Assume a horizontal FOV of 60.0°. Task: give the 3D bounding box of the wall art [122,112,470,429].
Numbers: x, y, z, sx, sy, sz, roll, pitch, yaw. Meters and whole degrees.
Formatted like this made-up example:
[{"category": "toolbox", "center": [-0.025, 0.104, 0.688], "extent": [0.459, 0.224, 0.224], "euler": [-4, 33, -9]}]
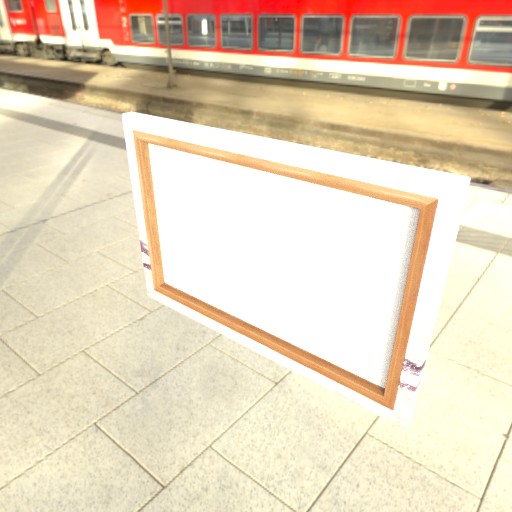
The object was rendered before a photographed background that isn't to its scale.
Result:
[{"category": "wall art", "center": [0.000, 0.000, 1.146], "extent": [0.913, 0.609, 0.038], "euler": [21, 35, 32]}]
